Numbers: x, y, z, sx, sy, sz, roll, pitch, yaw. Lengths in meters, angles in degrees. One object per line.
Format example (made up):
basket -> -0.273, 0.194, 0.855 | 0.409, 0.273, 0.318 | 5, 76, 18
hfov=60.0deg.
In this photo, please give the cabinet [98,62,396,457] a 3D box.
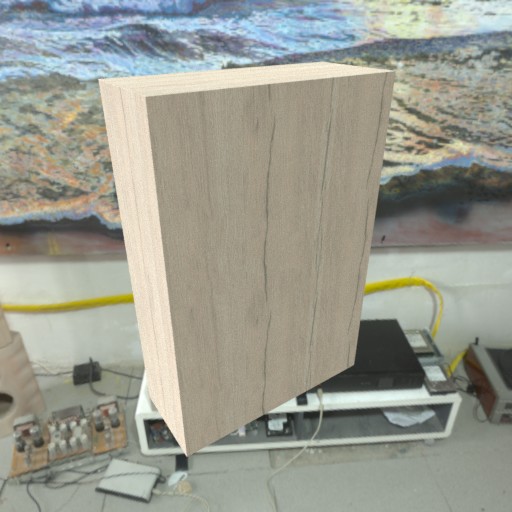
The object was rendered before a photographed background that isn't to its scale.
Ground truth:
cabinet -> 0.000, 0.000, 2.716 | 1.400, 2.070, 0.580 | -18, 34, -30
